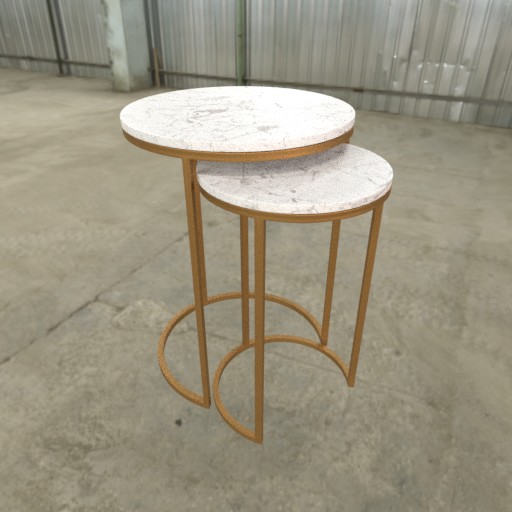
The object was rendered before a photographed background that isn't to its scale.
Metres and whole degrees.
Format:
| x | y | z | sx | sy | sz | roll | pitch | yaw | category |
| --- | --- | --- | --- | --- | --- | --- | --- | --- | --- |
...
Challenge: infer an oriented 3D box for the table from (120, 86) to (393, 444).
| x | y | z | sx | sy | sz | roll | pitch | yaw | category |
| --- | --- | --- | --- | --- | --- | --- | --- | --- | --- |
| 0.000 | 0.000 | 0.878 | 0.400 | 0.550 | 0.507 | -20 | 37 | -29 | table |
